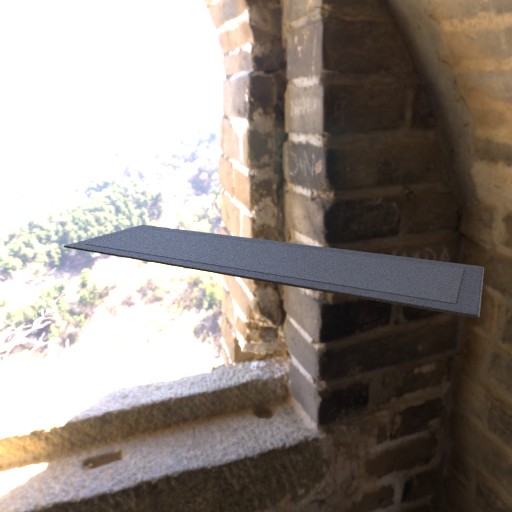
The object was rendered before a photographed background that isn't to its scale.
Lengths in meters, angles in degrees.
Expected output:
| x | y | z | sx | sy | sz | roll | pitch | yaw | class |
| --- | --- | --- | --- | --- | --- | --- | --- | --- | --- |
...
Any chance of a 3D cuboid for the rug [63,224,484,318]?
| x | y | z | sx | sy | sz | roll | pitch | yaw | class |
| --- | --- | --- | --- | --- | --- | --- | --- | --- | --- |
| 0.000 | 0.000 | 2.653 | 2.430 | 0.012 | 0.759 | 8 | 18 | 26 | rug |
